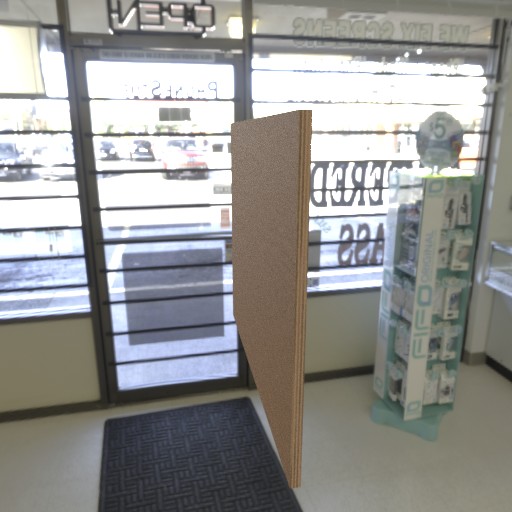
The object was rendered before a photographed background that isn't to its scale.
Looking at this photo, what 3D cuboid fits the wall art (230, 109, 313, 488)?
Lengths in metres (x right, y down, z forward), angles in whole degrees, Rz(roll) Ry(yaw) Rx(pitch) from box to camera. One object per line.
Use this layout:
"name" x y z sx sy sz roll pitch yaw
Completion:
"wall art" 0.000 0.000 0.688 0.013 0.406 0.508 -3 15 -10
